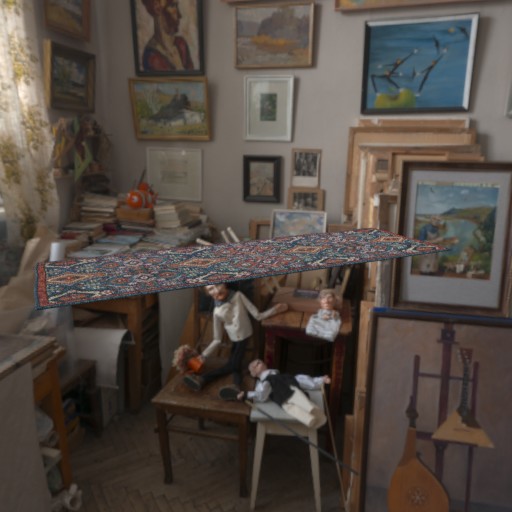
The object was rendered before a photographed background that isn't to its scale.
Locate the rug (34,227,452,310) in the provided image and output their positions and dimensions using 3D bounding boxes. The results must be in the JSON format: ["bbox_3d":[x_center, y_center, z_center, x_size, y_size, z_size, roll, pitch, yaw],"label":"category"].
[{"bbox_3d":[0.000,0.000,2.730,2.459,0.010,0.801,-7,16,-24],"label":"rug"}]
